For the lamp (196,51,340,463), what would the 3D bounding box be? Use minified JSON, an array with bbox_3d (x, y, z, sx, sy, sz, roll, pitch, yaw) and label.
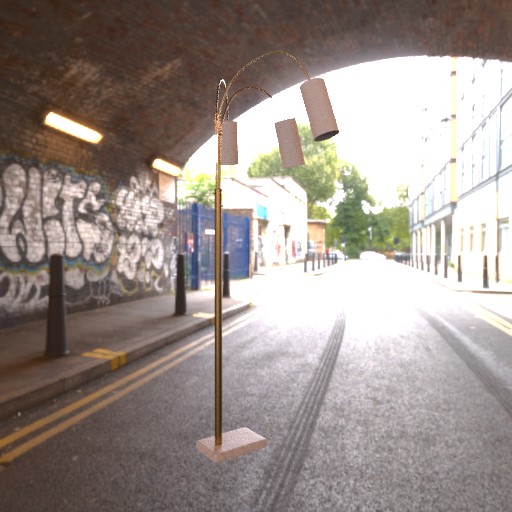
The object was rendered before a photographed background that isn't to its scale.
[{"bbox_3d":[0.000,0.000,2.476,0.667,2.055,1.020,-1,1,-36],"label":"lamp"}]
